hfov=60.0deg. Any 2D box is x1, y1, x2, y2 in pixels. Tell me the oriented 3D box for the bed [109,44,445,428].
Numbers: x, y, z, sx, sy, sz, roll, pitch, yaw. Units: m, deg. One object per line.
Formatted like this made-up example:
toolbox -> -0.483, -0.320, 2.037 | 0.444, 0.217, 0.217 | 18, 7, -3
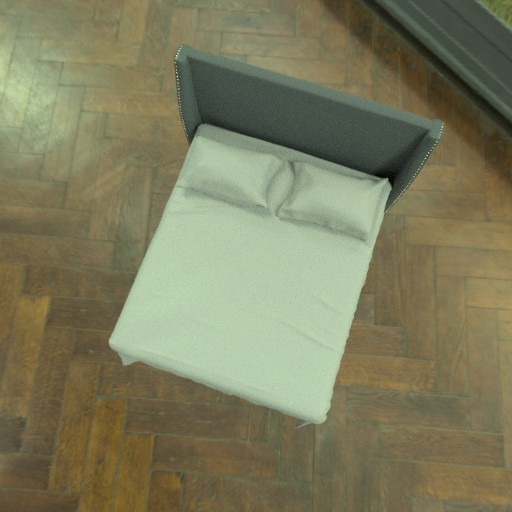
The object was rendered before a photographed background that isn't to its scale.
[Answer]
bed -> 0.000, 0.000, 3.388 | 1.925, 1.332, 2.276 | 18, 77, 5
